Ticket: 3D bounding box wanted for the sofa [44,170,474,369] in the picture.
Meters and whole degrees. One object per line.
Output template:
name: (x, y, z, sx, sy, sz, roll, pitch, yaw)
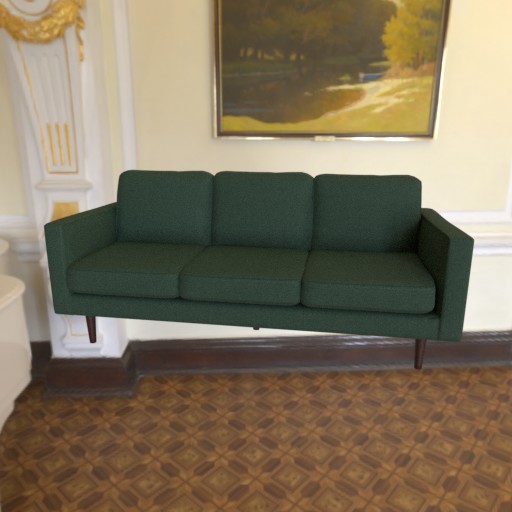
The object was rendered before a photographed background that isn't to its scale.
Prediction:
sofa: (0.000, 0.000, 2.485, 2.029, 0.899, 0.879, 2, 15, 9)
